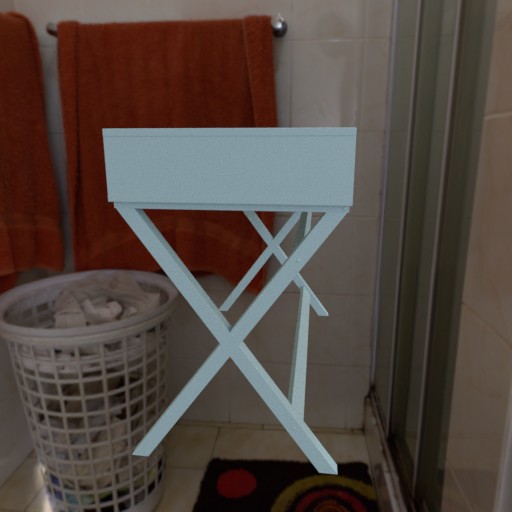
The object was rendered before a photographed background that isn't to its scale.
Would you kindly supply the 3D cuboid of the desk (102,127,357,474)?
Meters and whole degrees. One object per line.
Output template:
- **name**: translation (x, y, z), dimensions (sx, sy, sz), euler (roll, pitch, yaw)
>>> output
- **desk**: translation (0.000, 0.000, 1.468), dimensions (0.525, 0.780, 1.057), euler (2, 14, 8)
